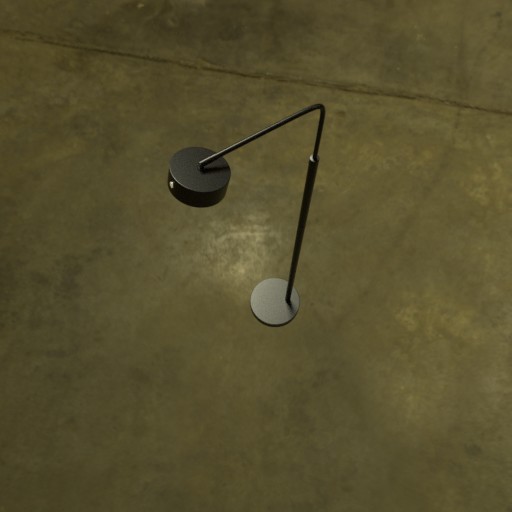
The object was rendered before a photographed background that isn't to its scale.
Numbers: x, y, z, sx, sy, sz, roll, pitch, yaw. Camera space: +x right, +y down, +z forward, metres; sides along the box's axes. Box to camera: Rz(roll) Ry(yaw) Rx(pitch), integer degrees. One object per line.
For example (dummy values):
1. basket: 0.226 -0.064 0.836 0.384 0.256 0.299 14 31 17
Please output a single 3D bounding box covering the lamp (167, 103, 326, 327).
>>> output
1. lamp: 0.000 0.000 1.414 0.418 1.230 0.219 -29 68 -13
